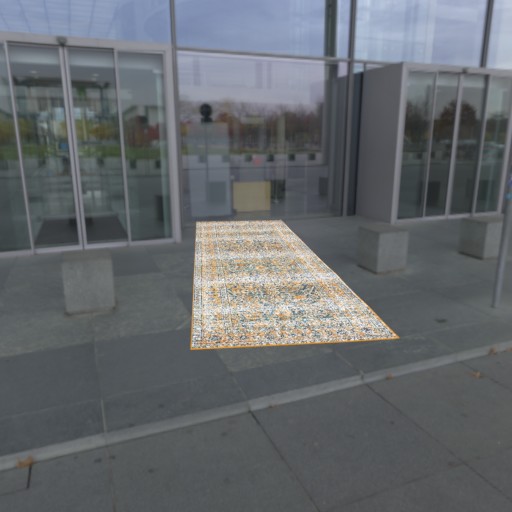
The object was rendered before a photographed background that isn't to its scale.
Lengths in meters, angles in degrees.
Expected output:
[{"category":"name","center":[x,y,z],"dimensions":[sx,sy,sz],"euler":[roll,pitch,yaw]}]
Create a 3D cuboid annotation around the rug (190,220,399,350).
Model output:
[{"category":"rug","center":[0.000,0.000,2.564],"dimensions":[0.704,0.014,2.294],"euler":[-2,15,-7]}]
